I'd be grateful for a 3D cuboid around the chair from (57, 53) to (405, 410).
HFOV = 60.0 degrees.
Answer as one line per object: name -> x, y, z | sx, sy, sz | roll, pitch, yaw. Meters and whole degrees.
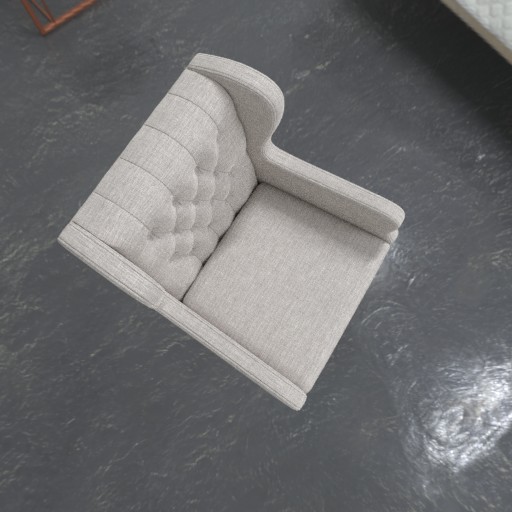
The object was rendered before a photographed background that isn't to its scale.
chair -> 0.000, 0.000, 1.488 | 0.760, 0.930, 0.710 | 31, 78, 7
